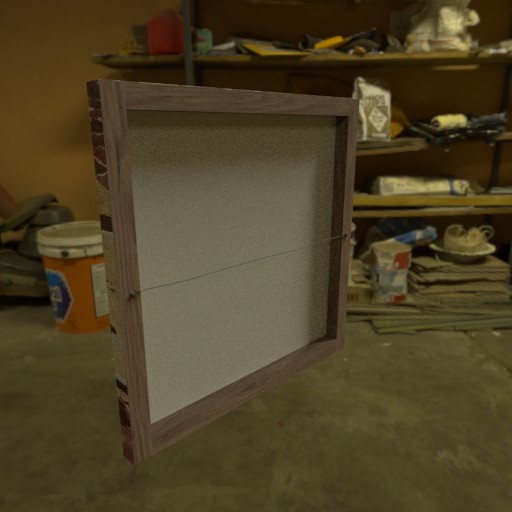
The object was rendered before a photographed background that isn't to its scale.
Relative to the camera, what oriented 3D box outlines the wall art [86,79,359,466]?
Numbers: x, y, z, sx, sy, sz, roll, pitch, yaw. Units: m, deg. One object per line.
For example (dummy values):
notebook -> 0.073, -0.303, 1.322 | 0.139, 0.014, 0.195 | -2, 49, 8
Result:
wall art -> 0.000, 0.000, 0.882 | 0.609, 0.613, 0.041 | -15, 22, -42
